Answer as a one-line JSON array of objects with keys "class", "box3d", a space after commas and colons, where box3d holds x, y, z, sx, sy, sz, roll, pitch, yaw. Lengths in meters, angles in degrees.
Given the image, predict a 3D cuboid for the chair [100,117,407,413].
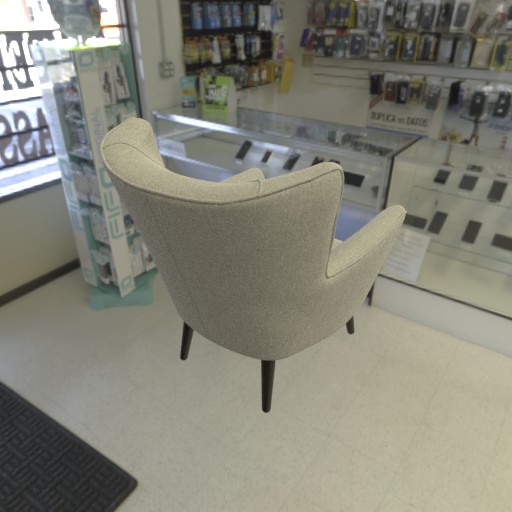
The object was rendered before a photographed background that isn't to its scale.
[{"class": "chair", "box3d": [0.000, 0.000, 1.595, 0.781, 0.933, 0.888, 22, 37, 33]}]
